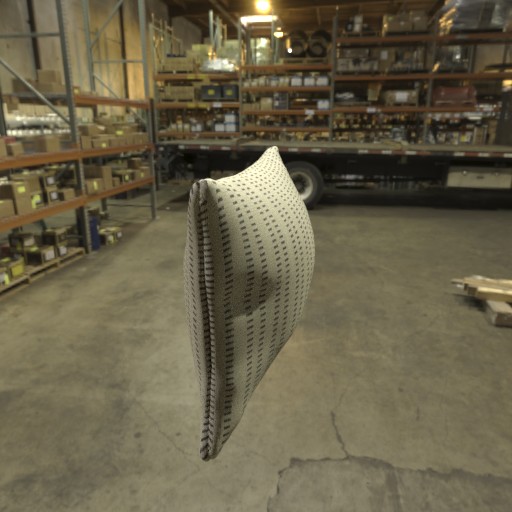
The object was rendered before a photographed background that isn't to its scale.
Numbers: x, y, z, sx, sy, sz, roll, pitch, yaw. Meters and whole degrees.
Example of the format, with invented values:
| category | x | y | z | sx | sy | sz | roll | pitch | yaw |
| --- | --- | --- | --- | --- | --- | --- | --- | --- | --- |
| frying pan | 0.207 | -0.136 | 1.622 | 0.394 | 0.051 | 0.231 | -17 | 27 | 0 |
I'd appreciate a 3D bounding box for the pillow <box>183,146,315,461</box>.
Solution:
| category | x | y | z | sx | sy | sz | roll | pitch | yaw |
| --- | --- | --- | --- | --- | --- | --- | --- | --- | --- |
| pillow | 0.000 | 0.000 | 0.801 | 0.210 | 0.353 | 0.640 | 3 | 17 | 9 |
